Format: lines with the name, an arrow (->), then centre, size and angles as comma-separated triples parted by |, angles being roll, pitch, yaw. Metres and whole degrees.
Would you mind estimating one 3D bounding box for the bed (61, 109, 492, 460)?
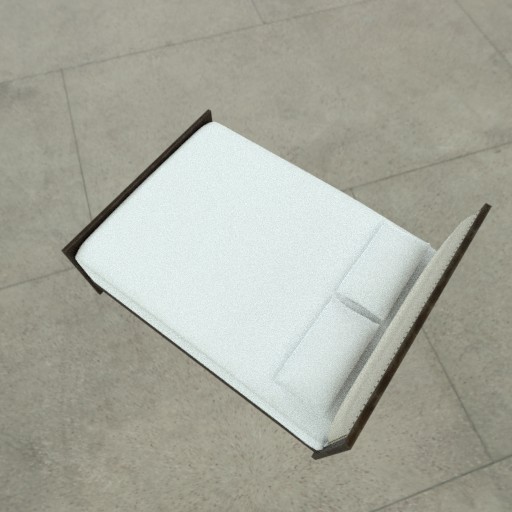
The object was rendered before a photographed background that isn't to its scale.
bed -> 0.000, 0.000, 3.160 | 2.221, 1.313, 1.607 | 33, 68, 15
